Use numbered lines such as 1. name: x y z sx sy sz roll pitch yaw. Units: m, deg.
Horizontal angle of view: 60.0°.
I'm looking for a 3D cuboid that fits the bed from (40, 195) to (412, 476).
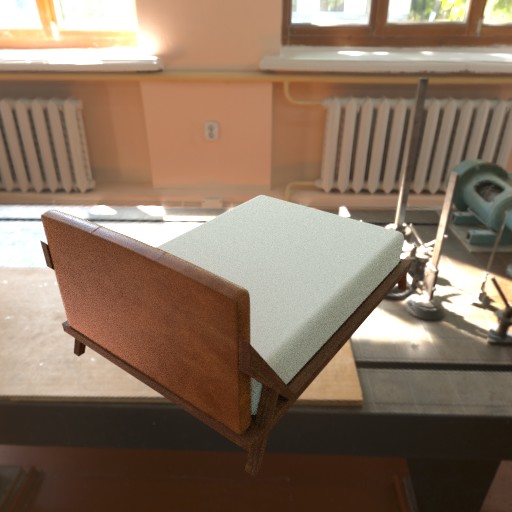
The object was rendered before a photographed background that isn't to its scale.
1. bed: 0.000 0.000 3.323 1.651 1.168 2.311 20 35 31
